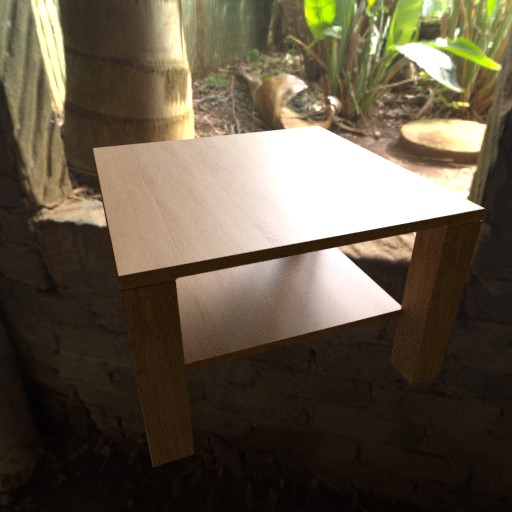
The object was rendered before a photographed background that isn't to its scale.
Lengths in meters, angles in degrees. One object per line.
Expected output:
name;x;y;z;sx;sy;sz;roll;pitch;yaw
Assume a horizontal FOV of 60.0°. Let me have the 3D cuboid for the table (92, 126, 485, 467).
table;0.000;0.000;1.156;0.700;0.450;0.700;-11;32;-18
